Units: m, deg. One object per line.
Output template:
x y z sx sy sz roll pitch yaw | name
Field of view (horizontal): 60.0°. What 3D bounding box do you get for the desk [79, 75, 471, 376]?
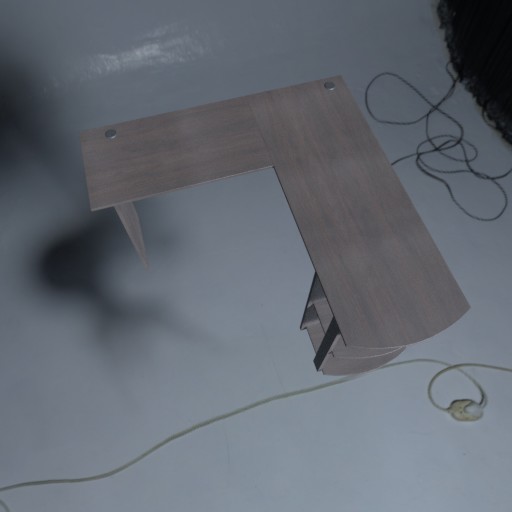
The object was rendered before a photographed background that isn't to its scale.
0.000 0.000 2.153 1.303 0.716 1.361 -15 64 -8 | desk
